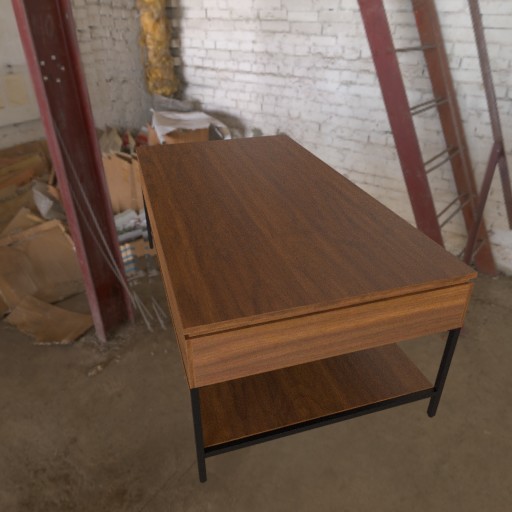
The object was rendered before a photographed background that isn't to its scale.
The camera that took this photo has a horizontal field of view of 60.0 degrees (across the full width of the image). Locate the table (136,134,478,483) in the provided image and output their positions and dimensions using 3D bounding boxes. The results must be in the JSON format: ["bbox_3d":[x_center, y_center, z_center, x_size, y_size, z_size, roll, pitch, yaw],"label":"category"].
[{"bbox_3d":[0.000,0.000,1.327,0.574,0.414,1.057,-9,31,-15],"label":"table"}]
